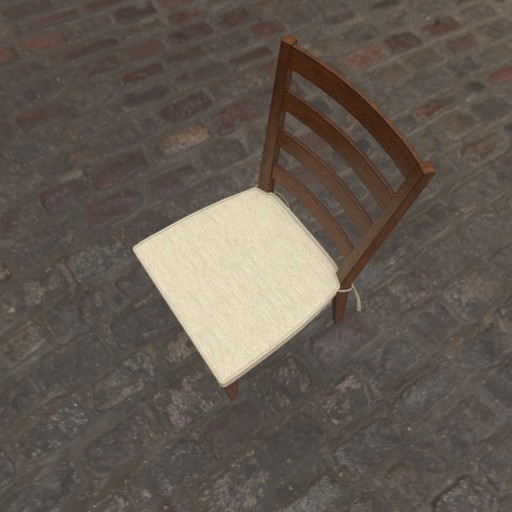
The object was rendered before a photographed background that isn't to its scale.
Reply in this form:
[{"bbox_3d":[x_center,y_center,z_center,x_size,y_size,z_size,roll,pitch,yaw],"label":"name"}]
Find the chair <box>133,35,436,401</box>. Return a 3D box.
[{"bbox_3d":[0.000,0.000,1.356,0.595,0.979,0.593,-32,68,-15],"label":"chair"}]
